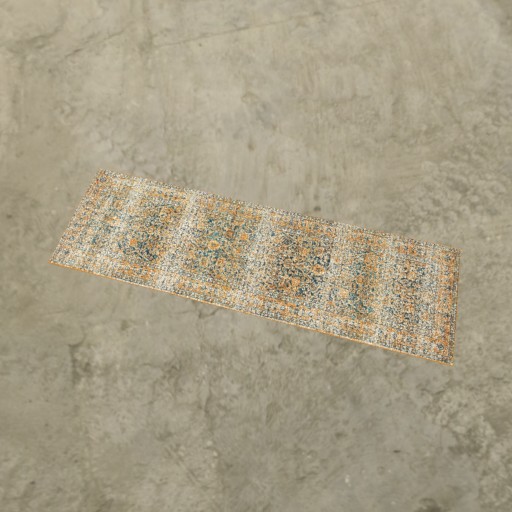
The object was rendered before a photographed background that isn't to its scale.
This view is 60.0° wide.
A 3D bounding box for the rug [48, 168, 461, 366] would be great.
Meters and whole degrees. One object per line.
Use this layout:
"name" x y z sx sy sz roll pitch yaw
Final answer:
"rug" 0.000 0.000 2.568 2.294 0.014 0.704 13 64 7
